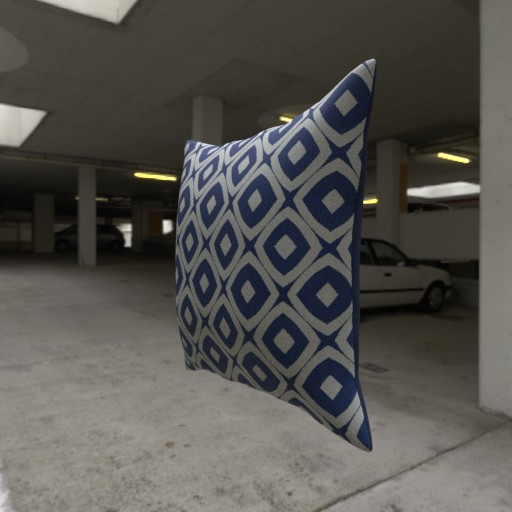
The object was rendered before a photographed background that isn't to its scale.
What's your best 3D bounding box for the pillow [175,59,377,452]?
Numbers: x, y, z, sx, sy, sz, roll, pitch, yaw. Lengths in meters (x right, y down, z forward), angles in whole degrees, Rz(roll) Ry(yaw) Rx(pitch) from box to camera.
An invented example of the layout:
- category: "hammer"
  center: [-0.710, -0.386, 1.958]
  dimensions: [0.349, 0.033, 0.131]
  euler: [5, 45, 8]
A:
- category: "pillow"
  center: [0.000, 0.000, 0.755]
  dimensions: [0.188, 0.494, 0.504]
  euler: [0, 1, -36]
